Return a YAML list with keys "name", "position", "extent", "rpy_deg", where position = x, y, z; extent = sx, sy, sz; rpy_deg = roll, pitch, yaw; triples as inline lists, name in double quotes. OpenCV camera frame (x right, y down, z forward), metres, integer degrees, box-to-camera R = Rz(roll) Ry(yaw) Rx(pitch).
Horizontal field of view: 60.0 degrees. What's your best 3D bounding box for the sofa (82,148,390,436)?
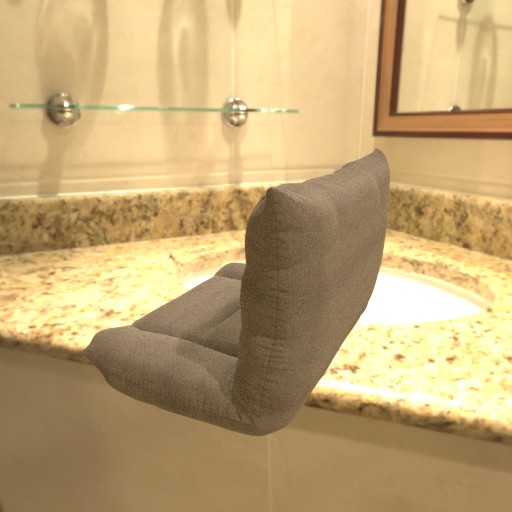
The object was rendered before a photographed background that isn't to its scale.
- name: "sofa"
  position: [0.000, 0.000, 1.753]
  extent: [0.847, 0.795, 1.144]
  rpy_deg: [8, 18, 25]
